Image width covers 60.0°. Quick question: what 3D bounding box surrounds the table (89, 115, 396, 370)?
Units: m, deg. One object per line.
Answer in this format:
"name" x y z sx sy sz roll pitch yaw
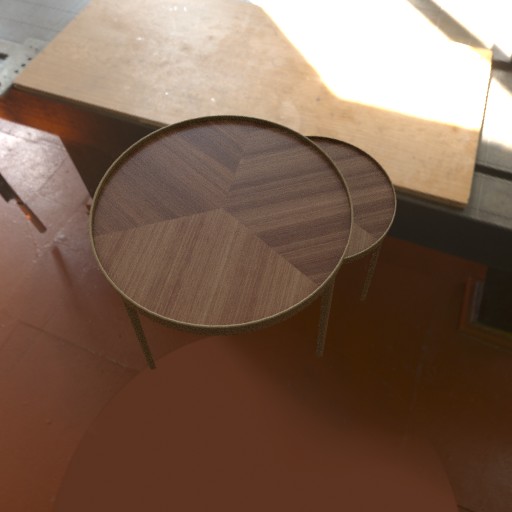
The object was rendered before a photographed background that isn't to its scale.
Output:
"table" 0.000 0.000 1.160 0.751 0.555 0.532 -30 63 -17
